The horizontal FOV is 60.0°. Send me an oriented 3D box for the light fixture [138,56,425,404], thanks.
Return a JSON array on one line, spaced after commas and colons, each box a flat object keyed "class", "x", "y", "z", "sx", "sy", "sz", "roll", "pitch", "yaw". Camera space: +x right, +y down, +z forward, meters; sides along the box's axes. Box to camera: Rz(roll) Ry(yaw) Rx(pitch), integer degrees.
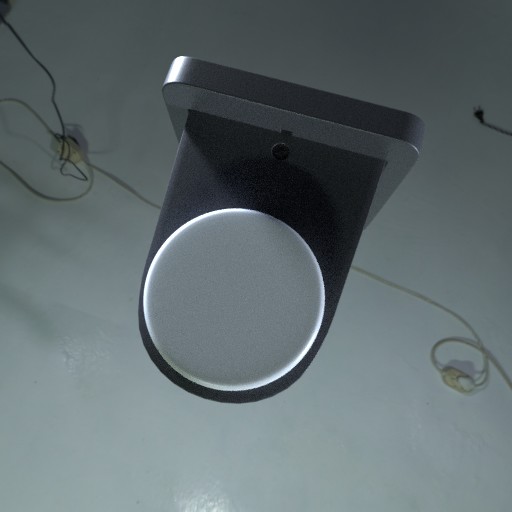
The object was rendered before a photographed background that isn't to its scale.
[{"class": "light fixture", "x": 0.000, "y": 0.000, "z": 0.212, "sx": 0.109, "sy": 0.109, "sz": 0.132, "roll": 16, "pitch": 76, "yaw": 4}]
